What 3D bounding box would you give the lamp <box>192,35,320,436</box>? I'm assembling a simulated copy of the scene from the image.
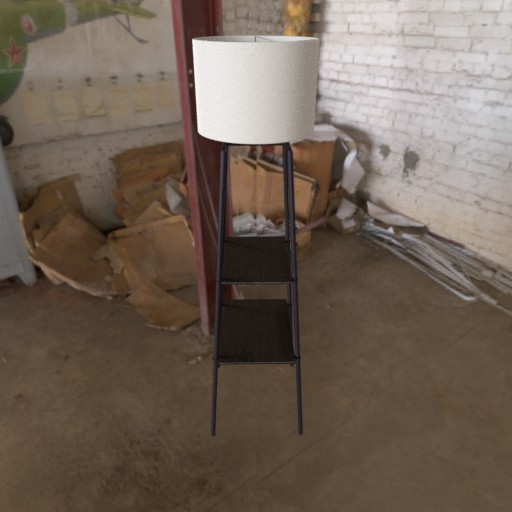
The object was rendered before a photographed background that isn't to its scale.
[{"bbox_3d":[0.000,0.000,1.671,0.384,1.474,0.427,-1,29,-1],"label":"lamp"}]
